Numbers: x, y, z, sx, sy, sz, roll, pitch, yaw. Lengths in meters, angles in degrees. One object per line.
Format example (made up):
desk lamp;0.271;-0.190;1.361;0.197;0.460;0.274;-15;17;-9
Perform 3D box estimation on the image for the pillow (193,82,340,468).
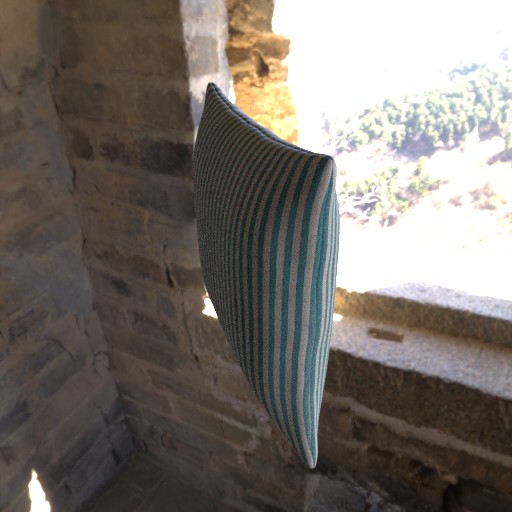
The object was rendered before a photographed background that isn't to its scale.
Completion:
pillow;0.000;0.000;0.790;0.166;0.510;0.523;-10;32;-17
